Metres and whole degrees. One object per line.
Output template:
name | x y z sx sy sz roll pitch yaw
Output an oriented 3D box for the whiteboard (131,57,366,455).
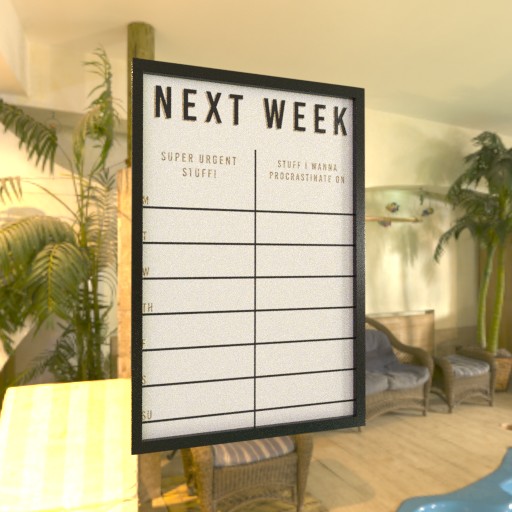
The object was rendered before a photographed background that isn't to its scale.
whiteboard | 0.000 0.000 0.750 0.406 0.611 0.026 0 -1 -18
